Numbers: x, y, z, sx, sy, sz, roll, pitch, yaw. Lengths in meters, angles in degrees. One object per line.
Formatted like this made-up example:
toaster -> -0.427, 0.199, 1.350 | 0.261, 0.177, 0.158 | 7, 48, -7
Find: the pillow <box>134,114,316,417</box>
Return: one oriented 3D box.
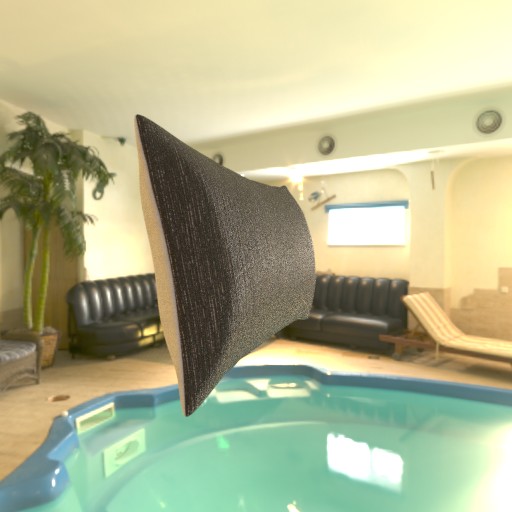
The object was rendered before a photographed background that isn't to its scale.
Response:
pillow -> 0.000, 0.000, 0.732 | 0.156, 0.305, 0.608 | 1, 2, 18
